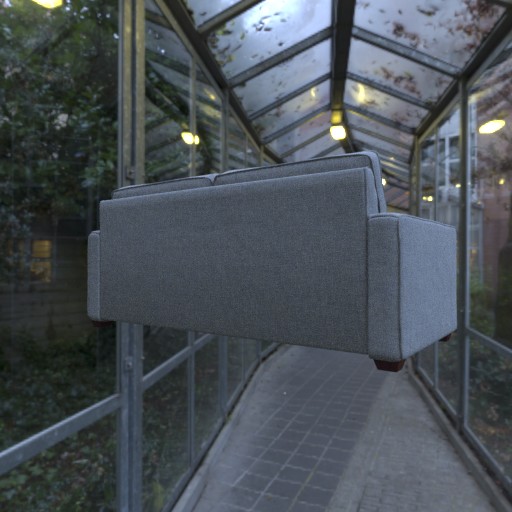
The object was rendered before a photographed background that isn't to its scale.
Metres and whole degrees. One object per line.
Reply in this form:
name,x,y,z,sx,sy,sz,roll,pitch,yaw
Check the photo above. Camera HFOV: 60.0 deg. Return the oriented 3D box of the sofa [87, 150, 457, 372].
sofa,0.000,0.000,2.653,2.078,0.918,0.945,0,0,36
